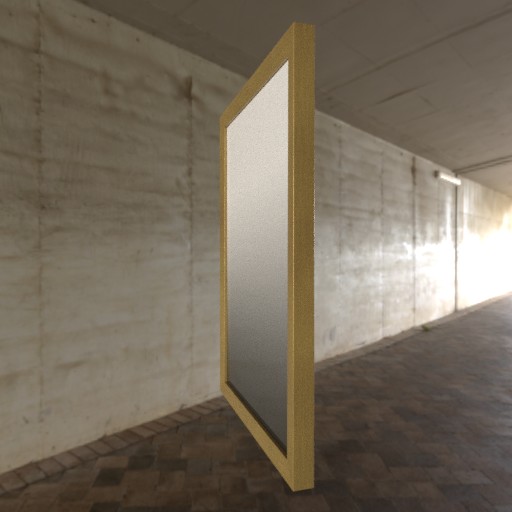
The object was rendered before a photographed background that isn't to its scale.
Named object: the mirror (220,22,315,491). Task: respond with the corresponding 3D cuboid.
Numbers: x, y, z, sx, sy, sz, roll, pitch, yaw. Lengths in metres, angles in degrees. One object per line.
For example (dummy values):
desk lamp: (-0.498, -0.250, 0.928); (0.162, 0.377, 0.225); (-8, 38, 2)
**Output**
mirror: (0.000, 0.000, 0.917); (0.040, 0.710, 0.507); (0, 1, -17)
